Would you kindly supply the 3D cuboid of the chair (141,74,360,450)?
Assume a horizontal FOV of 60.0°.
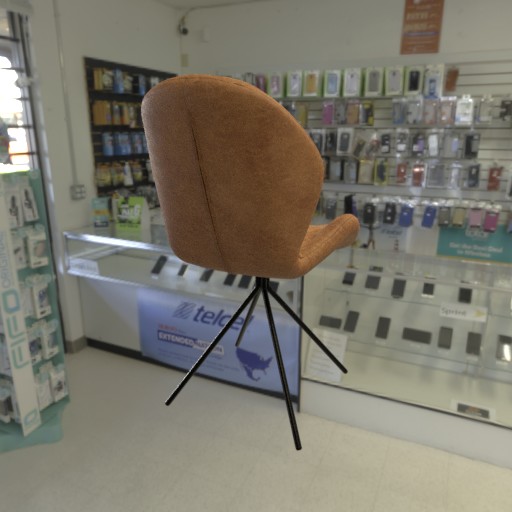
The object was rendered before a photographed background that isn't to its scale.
[{"bbox_3d":[0.000,0.000,1.292,0.527,0.929,0.640,8,18,26],"label":"chair"}]
